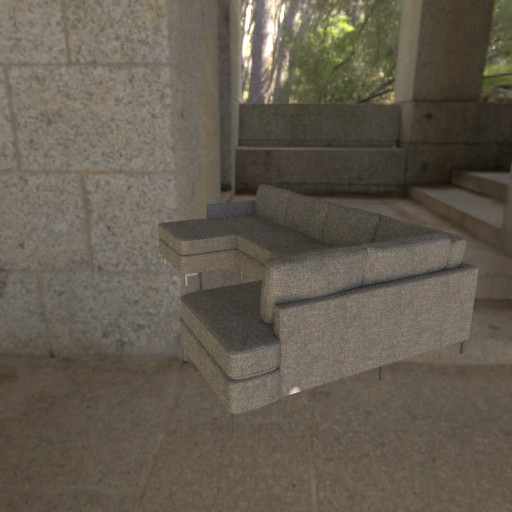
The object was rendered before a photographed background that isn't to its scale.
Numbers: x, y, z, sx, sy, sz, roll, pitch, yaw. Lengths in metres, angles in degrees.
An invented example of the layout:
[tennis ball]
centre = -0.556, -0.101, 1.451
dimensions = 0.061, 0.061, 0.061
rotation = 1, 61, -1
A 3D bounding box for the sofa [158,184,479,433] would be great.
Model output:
[sofa]
centre = 0.000, 0.000, 4.350
dimensions = 2.048, 0.999, 3.423
rotation = -8, 19, -26
